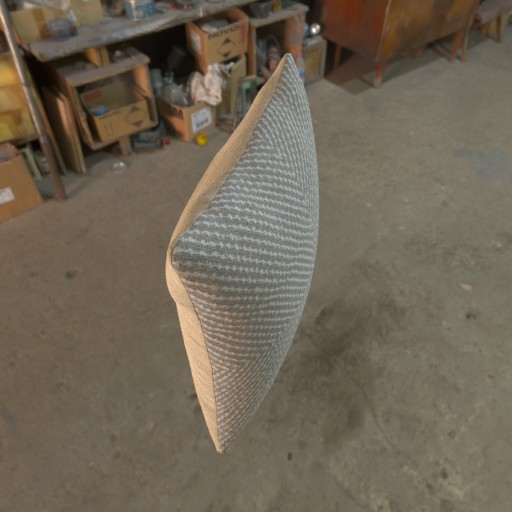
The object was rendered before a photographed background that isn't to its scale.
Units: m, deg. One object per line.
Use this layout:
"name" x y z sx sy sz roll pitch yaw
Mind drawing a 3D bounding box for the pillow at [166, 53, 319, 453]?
"pillow" 0.000 0.000 0.698 0.181 0.458 0.459 12 47 11
